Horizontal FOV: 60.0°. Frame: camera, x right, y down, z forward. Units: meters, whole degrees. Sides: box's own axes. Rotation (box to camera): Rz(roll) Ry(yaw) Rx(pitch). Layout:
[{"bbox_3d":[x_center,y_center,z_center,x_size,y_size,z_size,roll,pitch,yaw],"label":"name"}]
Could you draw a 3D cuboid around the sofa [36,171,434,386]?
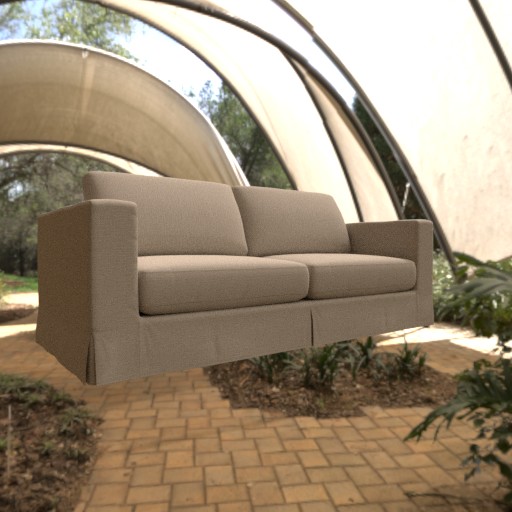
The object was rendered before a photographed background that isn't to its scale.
[{"bbox_3d":[0.000,0.000,2.559,2.163,0.881,0.954,-1,1,-36],"label":"sofa"}]
